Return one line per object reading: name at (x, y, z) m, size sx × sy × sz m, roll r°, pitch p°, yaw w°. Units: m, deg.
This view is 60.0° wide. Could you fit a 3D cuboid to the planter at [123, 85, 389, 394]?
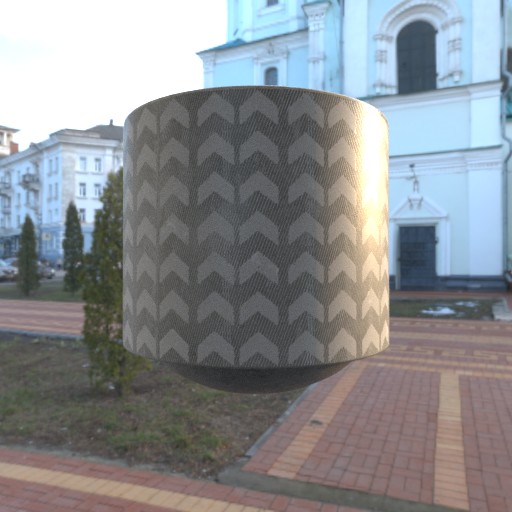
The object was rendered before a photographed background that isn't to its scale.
planter at (0.000, 0.000, 0.330) m, size 0.190 × 0.181 × 0.190 m, roll 0°, pitch 0°, yaw 0°
